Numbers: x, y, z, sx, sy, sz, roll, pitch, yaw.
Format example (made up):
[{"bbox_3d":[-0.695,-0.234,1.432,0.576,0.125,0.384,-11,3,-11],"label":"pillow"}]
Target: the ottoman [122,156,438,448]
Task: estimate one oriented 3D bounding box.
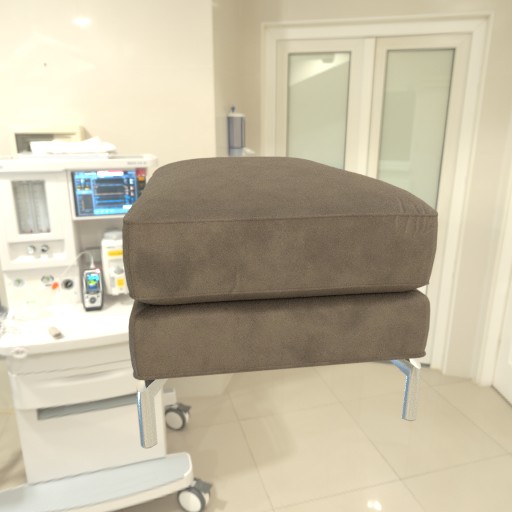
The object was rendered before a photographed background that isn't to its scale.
[{"bbox_3d":[0.000,0.000,1.060,0.520,0.456,0.719,-2,17,-8],"label":"ottoman"}]
